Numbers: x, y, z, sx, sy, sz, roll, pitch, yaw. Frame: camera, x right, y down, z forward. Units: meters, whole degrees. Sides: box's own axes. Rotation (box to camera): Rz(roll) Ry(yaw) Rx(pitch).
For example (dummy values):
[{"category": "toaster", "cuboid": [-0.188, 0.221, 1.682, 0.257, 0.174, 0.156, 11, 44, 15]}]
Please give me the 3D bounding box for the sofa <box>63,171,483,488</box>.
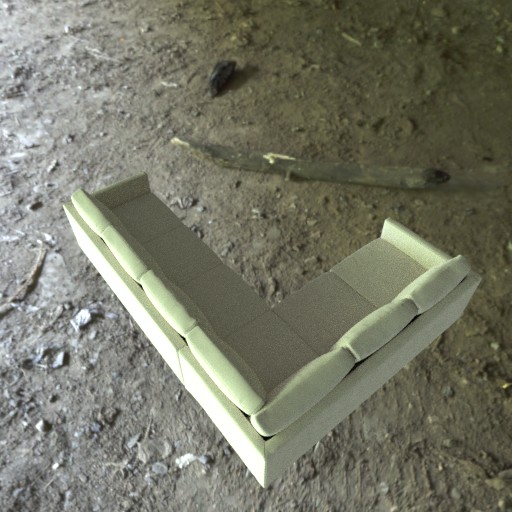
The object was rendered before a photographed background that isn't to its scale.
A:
[{"category": "sofa", "cuboid": [0.000, 0.000, 4.277, 2.432, 0.863, 3.182, -30, 53, -26]}]
